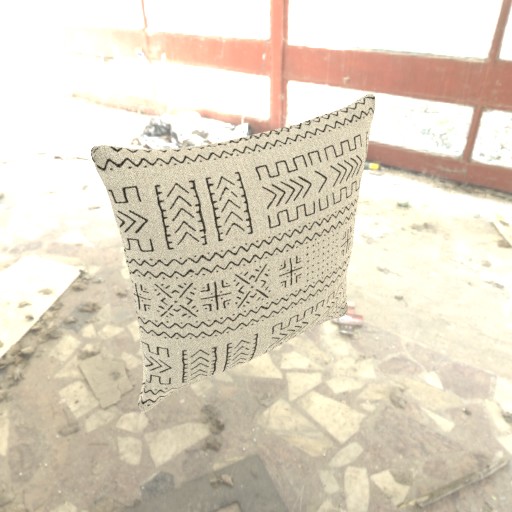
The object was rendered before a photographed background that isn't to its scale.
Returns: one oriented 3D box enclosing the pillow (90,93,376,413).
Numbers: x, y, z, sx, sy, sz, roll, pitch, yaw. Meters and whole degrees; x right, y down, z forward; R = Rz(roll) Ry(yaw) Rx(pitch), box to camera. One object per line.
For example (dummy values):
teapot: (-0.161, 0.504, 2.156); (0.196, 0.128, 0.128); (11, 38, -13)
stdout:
pillow: (0.000, 0.000, 0.683); (0.438, 0.430, 0.164); (-20, 37, -28)
